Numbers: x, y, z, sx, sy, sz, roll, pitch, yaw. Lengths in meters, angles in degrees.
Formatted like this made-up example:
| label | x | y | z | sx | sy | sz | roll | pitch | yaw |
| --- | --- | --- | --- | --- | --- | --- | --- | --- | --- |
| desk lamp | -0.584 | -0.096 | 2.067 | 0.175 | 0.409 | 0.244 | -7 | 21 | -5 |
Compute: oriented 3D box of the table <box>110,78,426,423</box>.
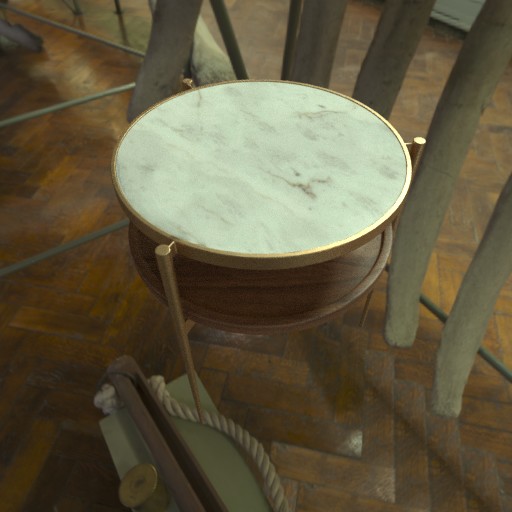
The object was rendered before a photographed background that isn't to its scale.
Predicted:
| label | x | y | z | sx | sy | sz | roll | pitch | yaw |
| --- | --- | --- | --- | --- | --- | --- | --- | --- | --- |
| table | 0.000 | 0.000 | 0.823 | 0.430 | 0.493 | 0.456 | -25 | 53 | -21 |
